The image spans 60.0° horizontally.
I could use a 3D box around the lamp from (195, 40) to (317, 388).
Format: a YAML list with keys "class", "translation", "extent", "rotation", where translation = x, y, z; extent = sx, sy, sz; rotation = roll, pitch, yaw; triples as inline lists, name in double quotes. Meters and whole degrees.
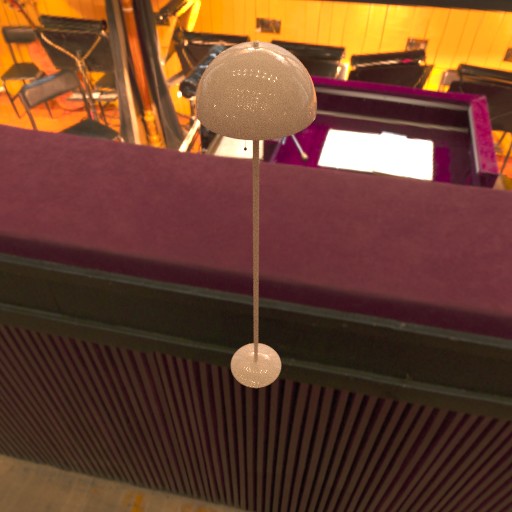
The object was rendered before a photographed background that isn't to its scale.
- class: "lamp"
  translation: [0.000, 0.000, 1.604]
  extent: [0.328, 1.480, 0.328]
  rotation: [9, 46, 9]
